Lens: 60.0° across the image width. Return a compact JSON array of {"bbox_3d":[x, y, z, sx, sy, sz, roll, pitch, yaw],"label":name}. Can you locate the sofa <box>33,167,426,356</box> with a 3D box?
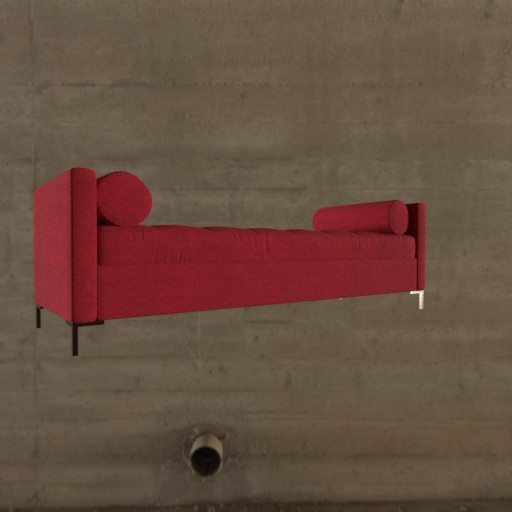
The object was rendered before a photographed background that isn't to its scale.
[{"bbox_3d":[0.000,0.000,2.296,1.981,0.635,0.686,-1,1,-36],"label":"sofa"}]
